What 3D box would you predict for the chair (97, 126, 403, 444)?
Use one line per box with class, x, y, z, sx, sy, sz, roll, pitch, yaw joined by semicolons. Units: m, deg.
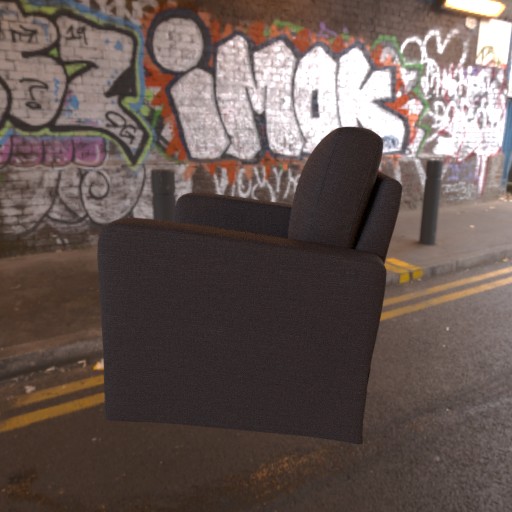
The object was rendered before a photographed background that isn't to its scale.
chair;0.000;0.000;1.546;0.863;0.855;0.798;2;14;8
